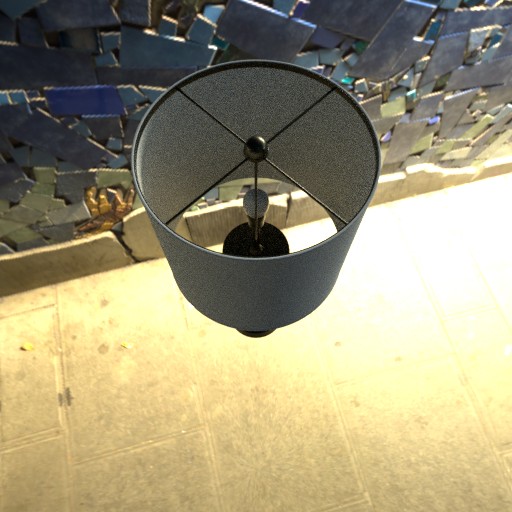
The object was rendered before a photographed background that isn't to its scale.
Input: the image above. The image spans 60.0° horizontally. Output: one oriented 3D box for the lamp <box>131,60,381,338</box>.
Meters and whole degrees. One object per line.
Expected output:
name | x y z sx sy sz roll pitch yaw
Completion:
lamp | 0.000 0.000 0.806 0.301 0.630 0.301 0 64 0
